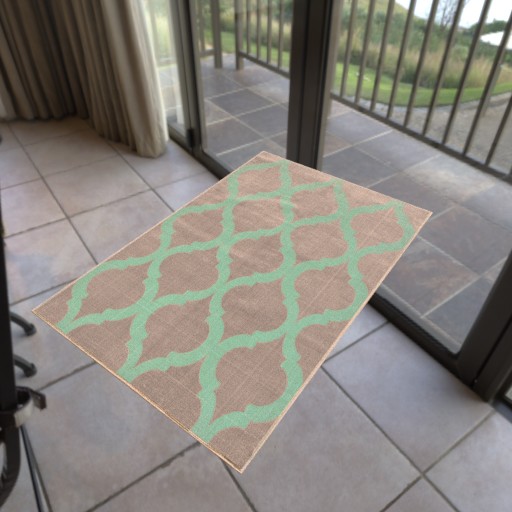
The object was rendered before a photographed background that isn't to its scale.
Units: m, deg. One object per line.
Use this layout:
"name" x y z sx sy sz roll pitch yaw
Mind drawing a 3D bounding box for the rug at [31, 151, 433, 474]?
"rug" 0.000 0.000 2.890 1.524 0.006 2.286 26 48 26
